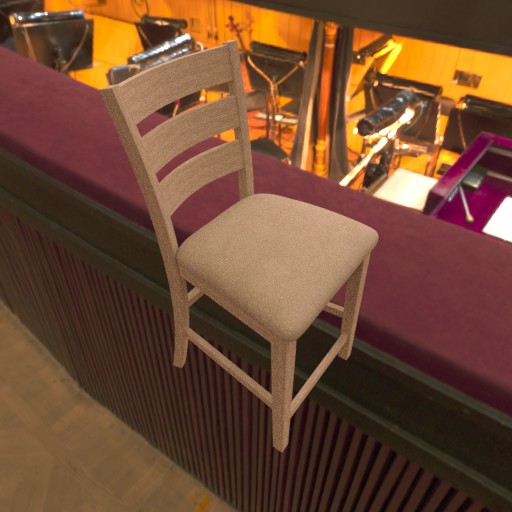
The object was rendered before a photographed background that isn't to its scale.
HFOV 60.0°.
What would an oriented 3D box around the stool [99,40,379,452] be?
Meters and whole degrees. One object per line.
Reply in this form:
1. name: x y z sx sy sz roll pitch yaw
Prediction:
1. stool: 0.000 0.000 1.311 0.569 1.032 0.484 26 47 26
